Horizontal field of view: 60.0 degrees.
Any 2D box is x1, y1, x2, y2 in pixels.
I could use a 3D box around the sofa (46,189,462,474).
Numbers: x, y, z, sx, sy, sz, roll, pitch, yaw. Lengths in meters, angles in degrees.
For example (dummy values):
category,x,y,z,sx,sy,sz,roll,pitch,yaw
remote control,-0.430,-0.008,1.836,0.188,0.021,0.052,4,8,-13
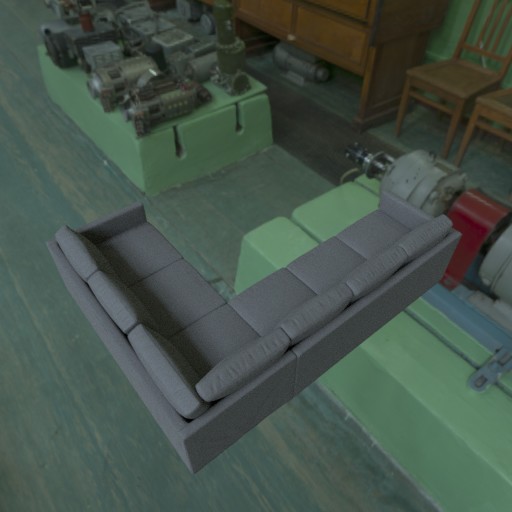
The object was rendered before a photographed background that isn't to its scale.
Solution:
category,x,y,z,sx,sy,sz,roll,pitch,yaw
sofa,0.000,0.000,4.406,3.182,0.871,2.432,-30,53,-26
